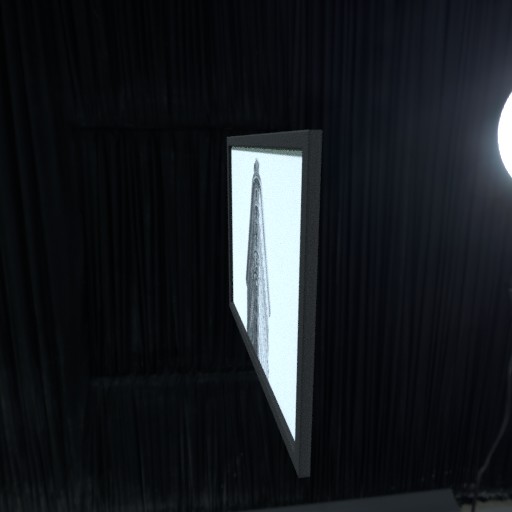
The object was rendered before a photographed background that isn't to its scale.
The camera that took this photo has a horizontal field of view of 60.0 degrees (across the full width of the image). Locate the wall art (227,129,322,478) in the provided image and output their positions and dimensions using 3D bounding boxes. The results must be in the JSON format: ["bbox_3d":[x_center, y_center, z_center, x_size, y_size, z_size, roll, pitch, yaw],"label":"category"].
[{"bbox_3d":[0.000,0.000,1.250,0.049,0.659,0.964,-2,15,-10],"label":"wall art"}]
